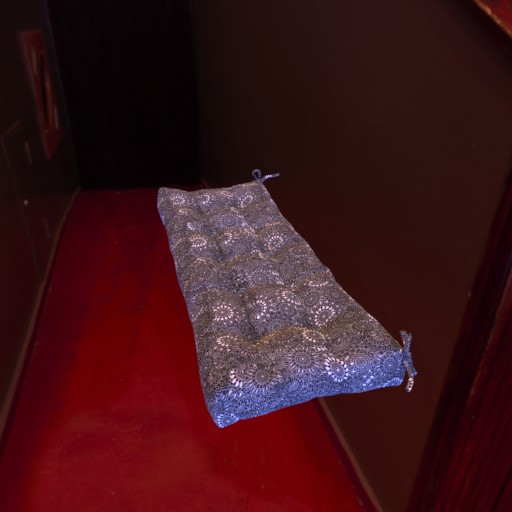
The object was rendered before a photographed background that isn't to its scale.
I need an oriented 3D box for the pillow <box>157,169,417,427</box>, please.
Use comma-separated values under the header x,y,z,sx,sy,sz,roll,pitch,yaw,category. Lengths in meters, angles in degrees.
x,y,z,sx,sy,sz,roll,pitch,yaw,category
0.000,0.000,1.378,0.511,0.174,1.194,-8,31,-14,pillow
